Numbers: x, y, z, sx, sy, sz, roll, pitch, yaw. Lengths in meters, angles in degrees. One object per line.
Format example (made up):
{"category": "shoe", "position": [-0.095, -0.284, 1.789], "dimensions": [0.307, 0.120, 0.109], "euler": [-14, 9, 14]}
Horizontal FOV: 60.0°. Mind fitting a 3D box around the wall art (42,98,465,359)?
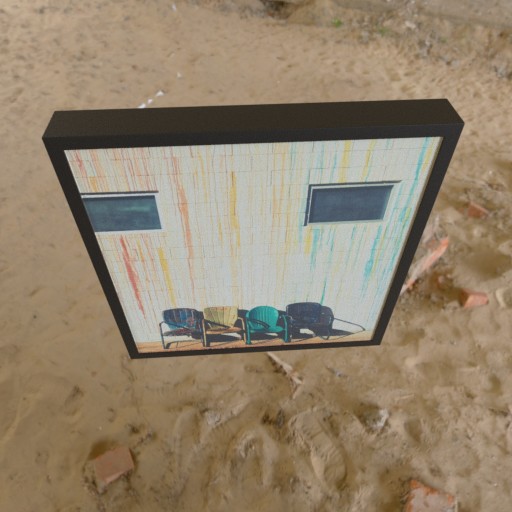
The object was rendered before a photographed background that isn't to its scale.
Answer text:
{"category": "wall art", "position": [0.000, 0.000, 0.440], "dimensions": [0.304, 0.304, 0.038], "euler": [-3, 47, -2]}
